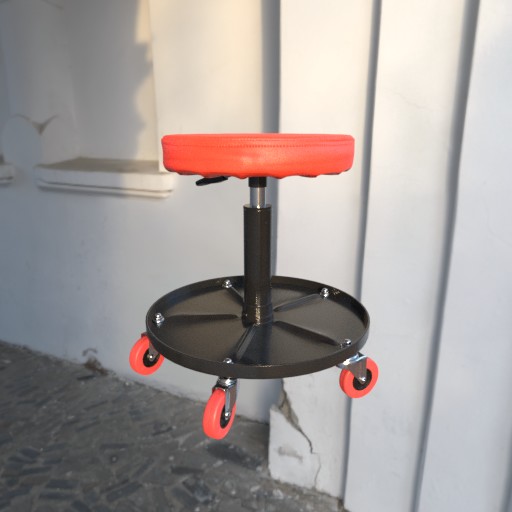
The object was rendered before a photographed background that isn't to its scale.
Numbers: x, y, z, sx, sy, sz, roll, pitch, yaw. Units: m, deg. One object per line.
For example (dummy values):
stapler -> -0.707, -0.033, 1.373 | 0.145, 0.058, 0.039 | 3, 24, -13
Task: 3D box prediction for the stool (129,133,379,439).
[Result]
stool -> 0.000, 0.000, 0.689 | 0.381, 0.365, 0.382 | -15, 22, -42
